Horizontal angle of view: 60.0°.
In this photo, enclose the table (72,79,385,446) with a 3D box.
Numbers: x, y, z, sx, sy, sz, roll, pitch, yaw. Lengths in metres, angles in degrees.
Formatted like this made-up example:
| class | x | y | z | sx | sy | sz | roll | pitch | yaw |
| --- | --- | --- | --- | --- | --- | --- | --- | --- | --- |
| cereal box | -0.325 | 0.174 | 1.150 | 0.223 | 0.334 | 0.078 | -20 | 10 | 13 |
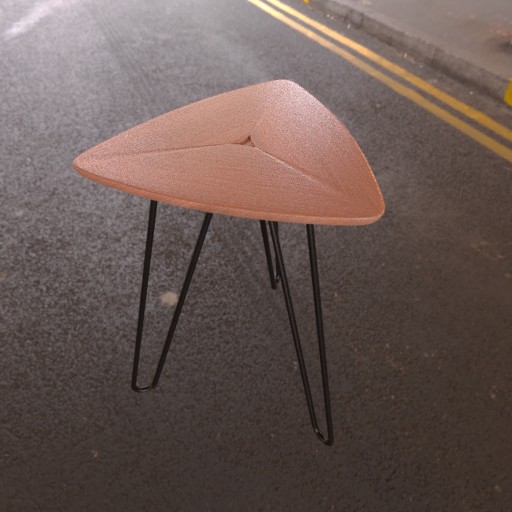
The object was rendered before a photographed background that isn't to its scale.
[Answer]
| class | x | y | z | sx | sy | sz | roll | pitch | yaw |
| --- | --- | --- | --- | --- | --- | --- | --- | --- | --- |
| table | 0.000 | 0.000 | 0.893 | 0.442 | 0.564 | 0.455 | 11 | 43 | 12 |
